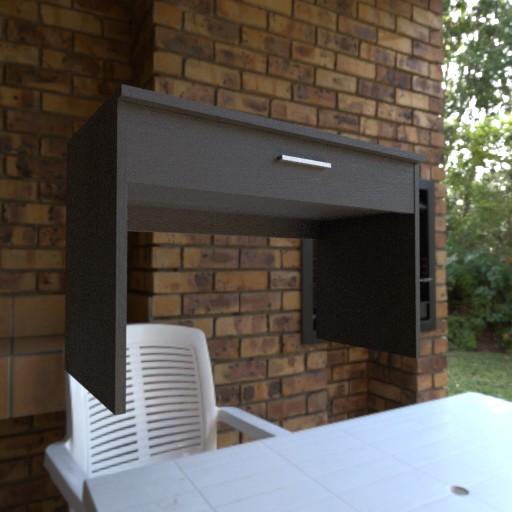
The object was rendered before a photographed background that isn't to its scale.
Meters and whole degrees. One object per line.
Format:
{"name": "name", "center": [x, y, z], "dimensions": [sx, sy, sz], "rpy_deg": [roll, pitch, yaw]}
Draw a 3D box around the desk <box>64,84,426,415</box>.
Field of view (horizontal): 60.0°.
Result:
{"name": "desk", "center": [0.000, 0.000, 1.504], "dimensions": [1.099, 0.729, 0.557], "rpy_deg": [1, -2, -35]}
